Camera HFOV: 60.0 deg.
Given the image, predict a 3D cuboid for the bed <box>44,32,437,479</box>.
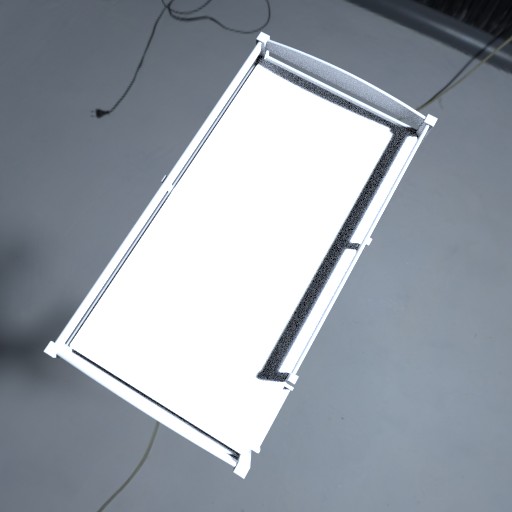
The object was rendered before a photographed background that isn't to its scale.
[{"bbox_3d":[0.000,0.000,2.729,1.105,1.206,2.013,29,78,7],"label":"bed"}]
